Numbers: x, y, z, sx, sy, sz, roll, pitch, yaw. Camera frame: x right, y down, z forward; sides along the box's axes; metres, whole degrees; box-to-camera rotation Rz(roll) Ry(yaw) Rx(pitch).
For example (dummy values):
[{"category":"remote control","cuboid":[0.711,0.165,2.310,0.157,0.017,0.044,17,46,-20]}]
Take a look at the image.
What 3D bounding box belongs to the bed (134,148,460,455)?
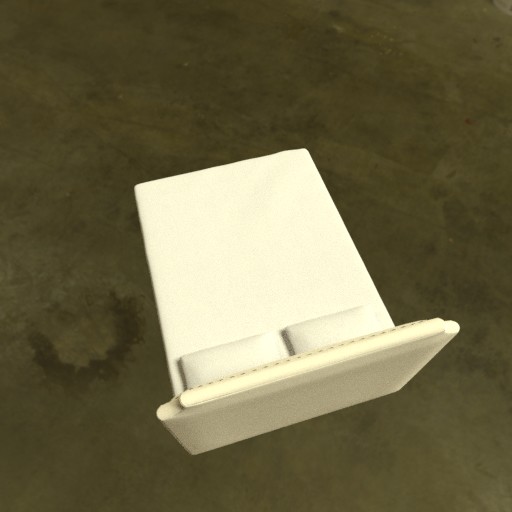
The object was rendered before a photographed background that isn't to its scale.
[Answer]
[{"category":"bed","cuboid":[0.000,0.000,3.444,1.712,1.497,2.372,-14,59,-9]}]
